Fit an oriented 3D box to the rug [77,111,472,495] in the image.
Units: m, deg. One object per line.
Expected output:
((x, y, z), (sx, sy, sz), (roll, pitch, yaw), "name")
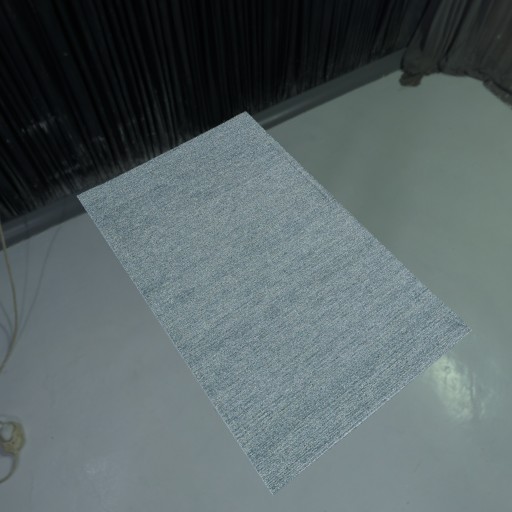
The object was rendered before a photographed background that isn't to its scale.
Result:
((0.000, 0.000, 2.288), (1.174, 0.022, 1.853), (-32, 64, -18), "rug")
